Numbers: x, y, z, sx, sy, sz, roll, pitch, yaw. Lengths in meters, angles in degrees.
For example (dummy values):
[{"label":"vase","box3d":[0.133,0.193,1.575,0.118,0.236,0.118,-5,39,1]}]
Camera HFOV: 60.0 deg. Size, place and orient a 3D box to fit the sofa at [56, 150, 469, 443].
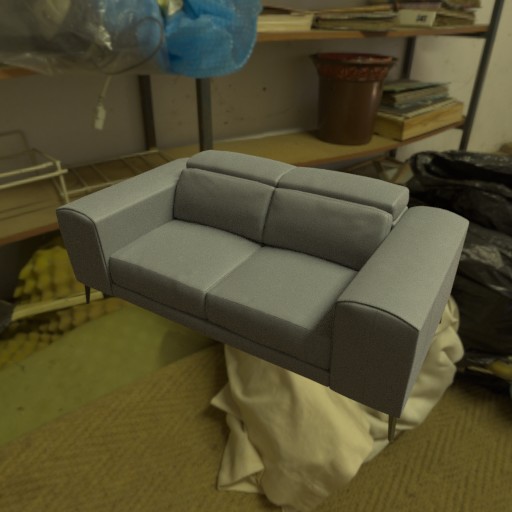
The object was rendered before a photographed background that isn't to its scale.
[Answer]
[{"label":"sofa","box3d":[0.000,0.000,2.356,1.895,0.779,1.003,17,34,27]}]
